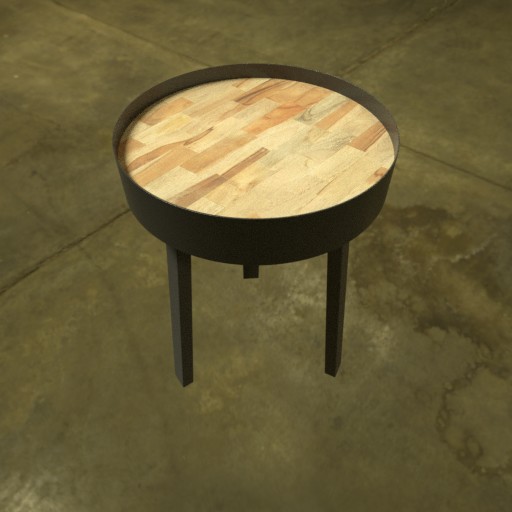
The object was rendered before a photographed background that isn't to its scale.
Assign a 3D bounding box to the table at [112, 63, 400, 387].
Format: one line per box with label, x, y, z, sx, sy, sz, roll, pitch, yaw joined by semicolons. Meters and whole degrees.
table;0.000;0.000;0.846;0.406;0.559;0.406;0;47;0
